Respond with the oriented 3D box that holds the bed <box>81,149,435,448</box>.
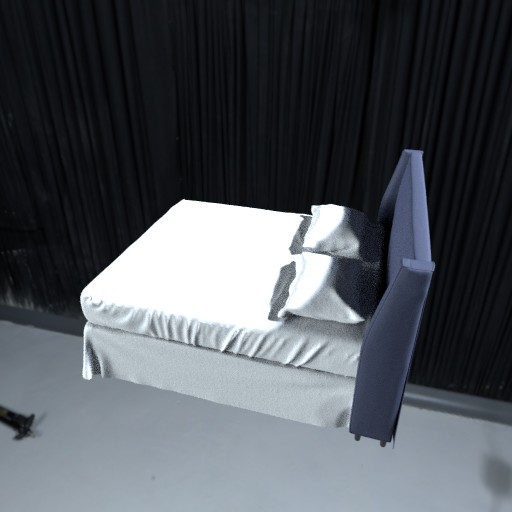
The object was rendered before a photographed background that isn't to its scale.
[{"bbox_3d":[0.000,0.000,3.399,2.276,1.332,1.925,8,31,14],"label":"bed"}]
